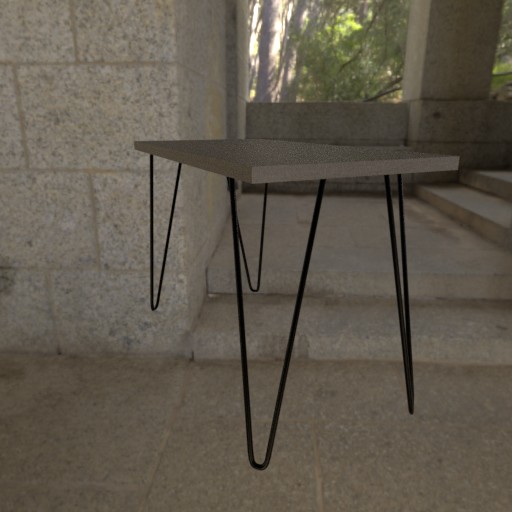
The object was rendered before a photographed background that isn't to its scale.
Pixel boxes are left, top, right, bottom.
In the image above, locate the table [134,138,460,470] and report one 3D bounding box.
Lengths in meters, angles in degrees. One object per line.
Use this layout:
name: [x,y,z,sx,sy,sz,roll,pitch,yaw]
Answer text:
table: [0.000,0.000,1.378,0.499,0.660,0.991,-8,19,-25]
